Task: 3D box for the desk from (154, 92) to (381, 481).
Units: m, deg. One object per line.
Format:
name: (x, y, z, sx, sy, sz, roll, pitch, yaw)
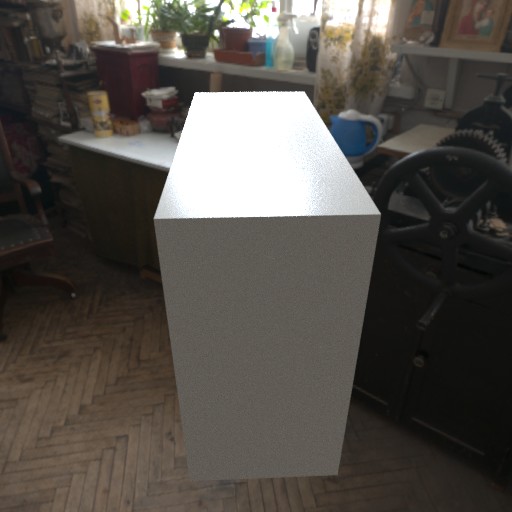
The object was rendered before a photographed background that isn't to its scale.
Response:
desk: (0.000, 0.000, 1.411, 0.400, 0.790, 1.000, -1, 32, -2)
